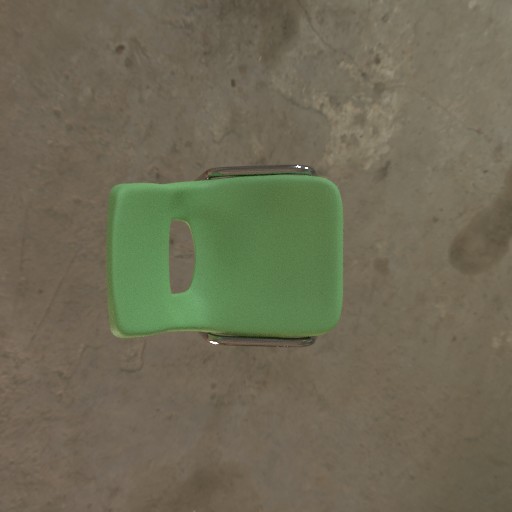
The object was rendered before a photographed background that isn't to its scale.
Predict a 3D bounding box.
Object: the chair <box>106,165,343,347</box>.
[{"bbox_3d":[0.000,0.000,0.961,0.436,0.704,0.381,0,91,-1],"label":"chair"}]
